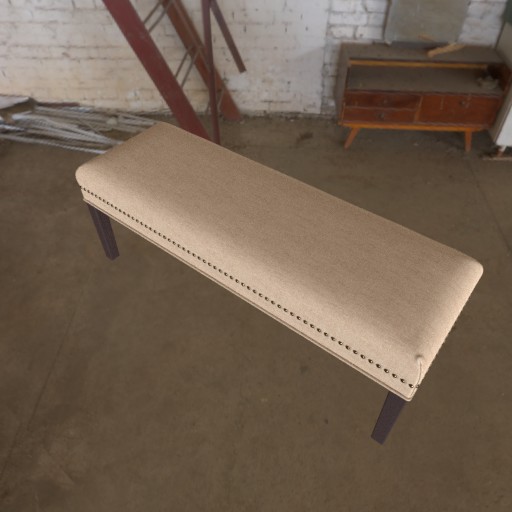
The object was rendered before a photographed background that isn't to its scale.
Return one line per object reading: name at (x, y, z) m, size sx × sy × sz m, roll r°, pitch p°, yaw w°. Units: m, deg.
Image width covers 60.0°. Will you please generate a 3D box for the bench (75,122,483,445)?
bench at (0.000, 0.000, 1.442) m, size 1.219 × 0.457 × 0.410 m, roll 29°, pitch 52°, yaw 26°
